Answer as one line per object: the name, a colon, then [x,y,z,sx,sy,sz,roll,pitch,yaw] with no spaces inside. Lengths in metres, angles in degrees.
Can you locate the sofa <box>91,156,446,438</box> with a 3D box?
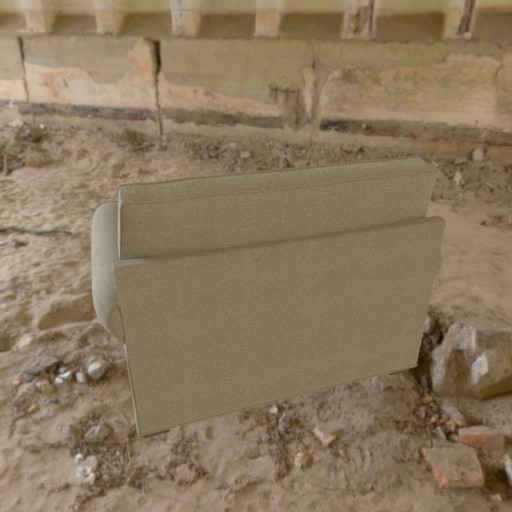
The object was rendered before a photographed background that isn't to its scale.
sofa: [0.000,0.000,2.040,1.405,0.991,0.936,-9,28,-16]
